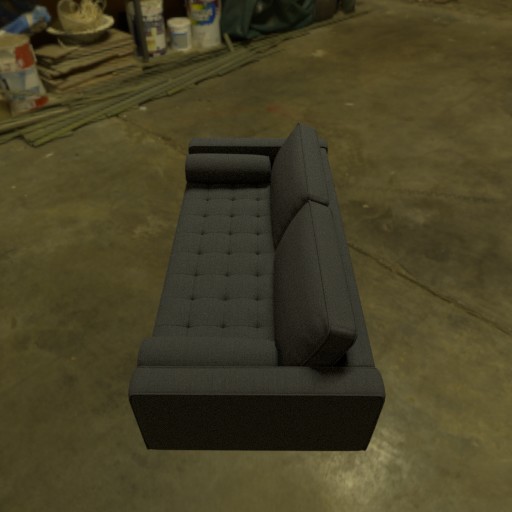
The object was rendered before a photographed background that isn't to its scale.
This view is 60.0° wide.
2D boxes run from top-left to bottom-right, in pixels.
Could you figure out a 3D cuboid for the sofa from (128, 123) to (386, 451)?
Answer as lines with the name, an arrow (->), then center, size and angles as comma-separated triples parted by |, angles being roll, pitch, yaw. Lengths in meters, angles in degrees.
sofa -> 0.000, 0.000, 2.325 | 0.914, 0.759, 1.875 | 0, 42, 0
